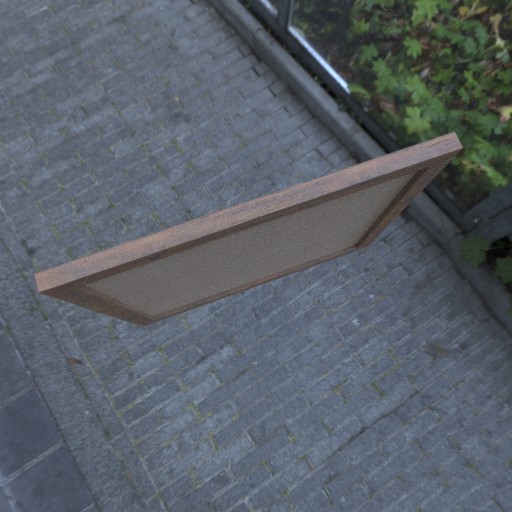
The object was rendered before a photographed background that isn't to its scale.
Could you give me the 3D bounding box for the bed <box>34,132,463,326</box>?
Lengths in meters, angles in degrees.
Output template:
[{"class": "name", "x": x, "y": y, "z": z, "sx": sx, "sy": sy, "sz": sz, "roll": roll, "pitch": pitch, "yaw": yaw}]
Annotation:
[{"class": "bed", "x": 0.000, "y": 0.000, "z": 1.489, "sx": 1.046, "sy": 0.942, "sz": 0.046, "roll": -19, "pitch": 77, "yaw": -5}]
